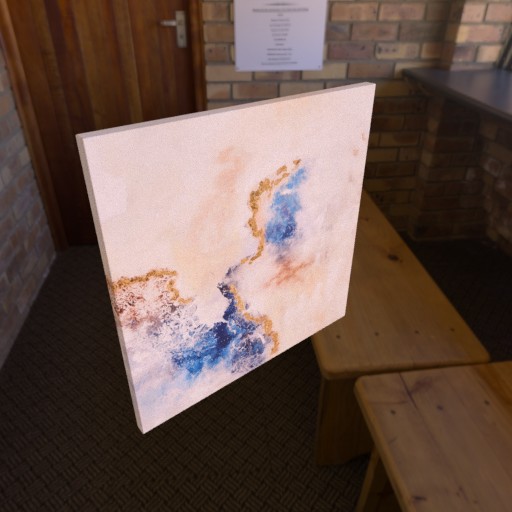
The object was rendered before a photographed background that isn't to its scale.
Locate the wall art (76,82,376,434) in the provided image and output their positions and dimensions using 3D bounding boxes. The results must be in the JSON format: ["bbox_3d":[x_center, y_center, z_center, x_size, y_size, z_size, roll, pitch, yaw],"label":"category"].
[{"bbox_3d":[0.000,0.000,1.336,0.889,0.889,0.038,-23,38,-32],"label":"wall art"}]
